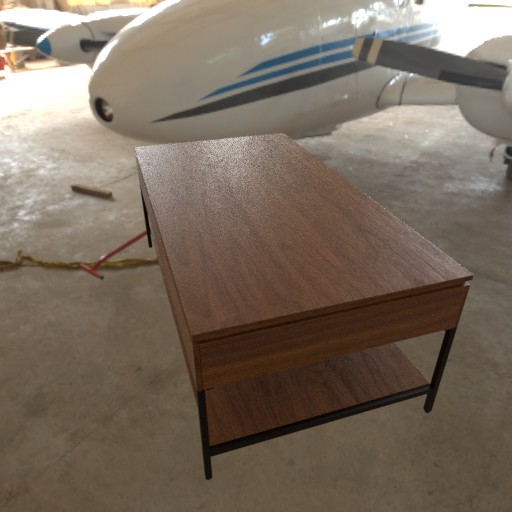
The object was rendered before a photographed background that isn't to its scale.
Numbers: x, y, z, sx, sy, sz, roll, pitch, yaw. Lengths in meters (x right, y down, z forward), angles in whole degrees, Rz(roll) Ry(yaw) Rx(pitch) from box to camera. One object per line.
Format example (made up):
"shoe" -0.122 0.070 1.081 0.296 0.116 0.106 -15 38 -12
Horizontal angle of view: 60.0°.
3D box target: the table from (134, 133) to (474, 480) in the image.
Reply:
"table" 0.000 0.000 1.350 0.574 0.414 1.057 -10 33 -15
